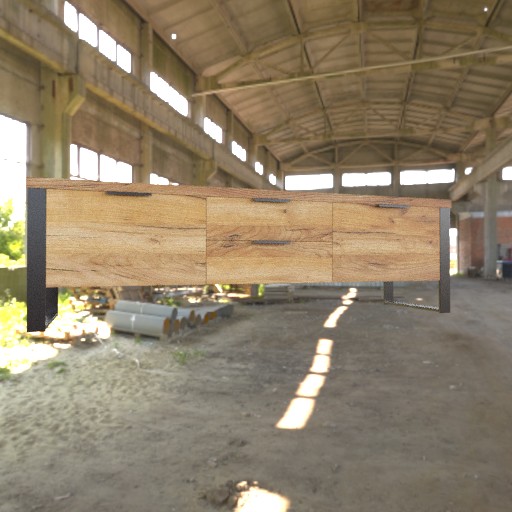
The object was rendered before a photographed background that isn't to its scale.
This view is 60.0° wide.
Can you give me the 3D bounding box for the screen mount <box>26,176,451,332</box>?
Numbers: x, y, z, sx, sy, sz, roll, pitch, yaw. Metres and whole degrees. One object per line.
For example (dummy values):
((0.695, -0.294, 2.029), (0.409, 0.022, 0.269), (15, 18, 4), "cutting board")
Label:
((0.000, 0.000, 1.694), (1.524, 0.450, 0.395), (0, -1, -19), "screen mount")
